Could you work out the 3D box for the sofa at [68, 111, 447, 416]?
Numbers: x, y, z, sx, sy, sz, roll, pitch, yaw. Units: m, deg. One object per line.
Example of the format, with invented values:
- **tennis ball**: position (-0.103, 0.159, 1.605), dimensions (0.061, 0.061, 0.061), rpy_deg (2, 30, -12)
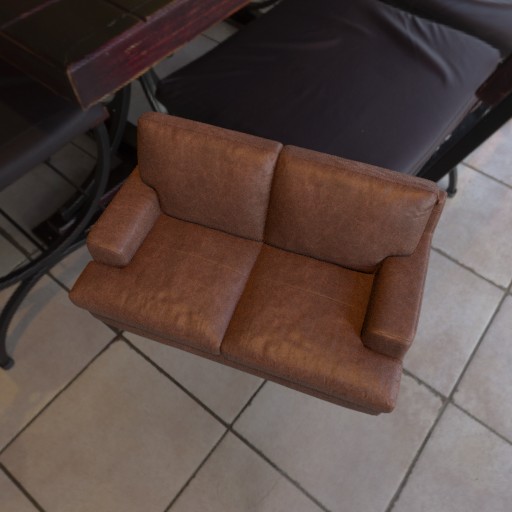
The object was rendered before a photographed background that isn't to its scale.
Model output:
- **sofa**: position (0.000, 0.000, 2.507), dimensions (1.880, 0.939, 1.143), rpy_deg (17, 60, 10)
